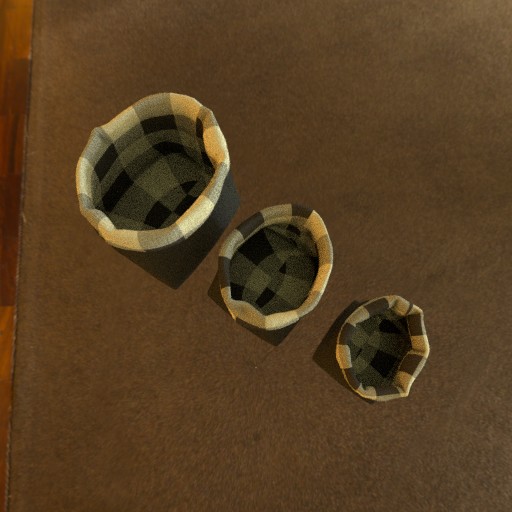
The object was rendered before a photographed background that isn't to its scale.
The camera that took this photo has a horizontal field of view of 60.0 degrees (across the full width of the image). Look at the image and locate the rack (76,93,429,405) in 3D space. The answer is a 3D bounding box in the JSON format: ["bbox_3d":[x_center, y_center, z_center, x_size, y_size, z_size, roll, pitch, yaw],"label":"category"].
[{"bbox_3d":[0.000,0.000,1.049,0.889,0.329,0.370,35,78,8],"label":"rack"}]
